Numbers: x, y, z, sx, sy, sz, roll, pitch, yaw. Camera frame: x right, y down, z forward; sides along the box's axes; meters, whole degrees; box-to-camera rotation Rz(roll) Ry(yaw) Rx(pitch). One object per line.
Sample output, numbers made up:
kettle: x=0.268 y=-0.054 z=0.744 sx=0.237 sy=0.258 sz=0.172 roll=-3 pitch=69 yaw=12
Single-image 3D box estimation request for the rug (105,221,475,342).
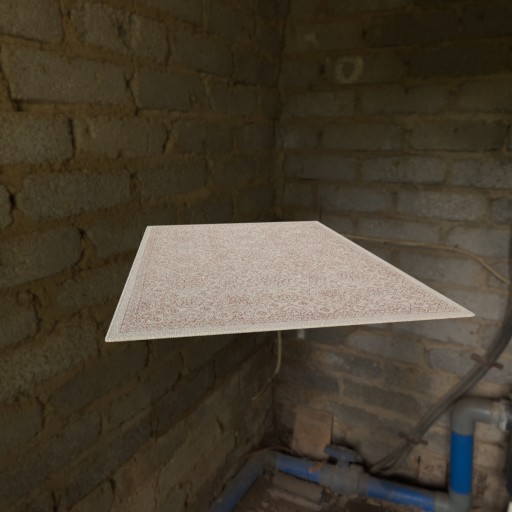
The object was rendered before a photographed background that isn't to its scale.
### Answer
rug: x=0.000 y=0.000 z=2.287 sx=1.219 sy=0.010 sz=1.829 roll=-2 pitch=15 yaw=-9
